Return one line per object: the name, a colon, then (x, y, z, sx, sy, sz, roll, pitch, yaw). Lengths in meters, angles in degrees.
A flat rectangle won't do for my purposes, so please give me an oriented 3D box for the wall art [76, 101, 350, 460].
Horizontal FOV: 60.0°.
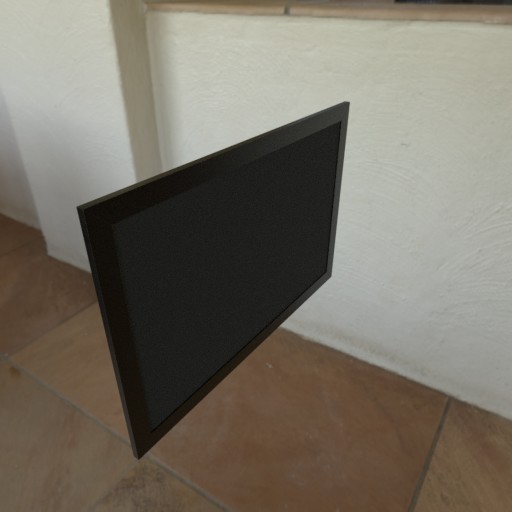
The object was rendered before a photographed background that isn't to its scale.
wall art: (0.000, 0.000, 0.833, 0.013, 0.447, 0.660, 21, 37, 30)
